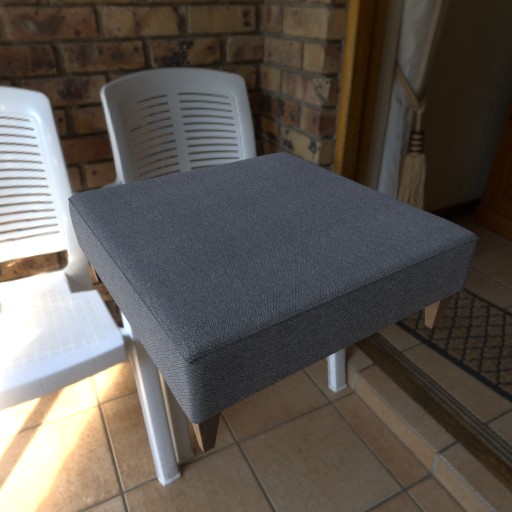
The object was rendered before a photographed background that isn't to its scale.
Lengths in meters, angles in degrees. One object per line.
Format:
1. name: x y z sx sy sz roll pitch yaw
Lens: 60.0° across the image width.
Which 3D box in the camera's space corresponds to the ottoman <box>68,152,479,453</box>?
1. ottoman: 0.000 0.000 1.511 0.970 0.378 0.981 -18 35 -28
